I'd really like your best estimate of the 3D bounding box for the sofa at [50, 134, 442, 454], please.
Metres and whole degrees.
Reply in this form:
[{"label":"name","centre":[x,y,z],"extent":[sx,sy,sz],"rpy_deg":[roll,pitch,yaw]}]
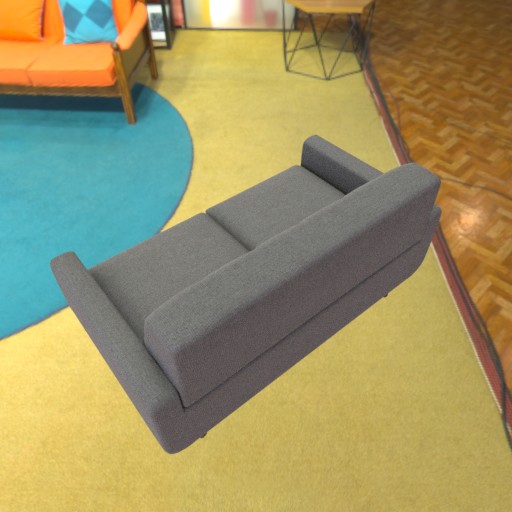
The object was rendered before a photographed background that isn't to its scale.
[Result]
[{"label":"sofa","centre":[0.000,0.000,2.149],"extent":[1.631,0.841,0.909],"rpy_deg":[-31,54,-26]}]
